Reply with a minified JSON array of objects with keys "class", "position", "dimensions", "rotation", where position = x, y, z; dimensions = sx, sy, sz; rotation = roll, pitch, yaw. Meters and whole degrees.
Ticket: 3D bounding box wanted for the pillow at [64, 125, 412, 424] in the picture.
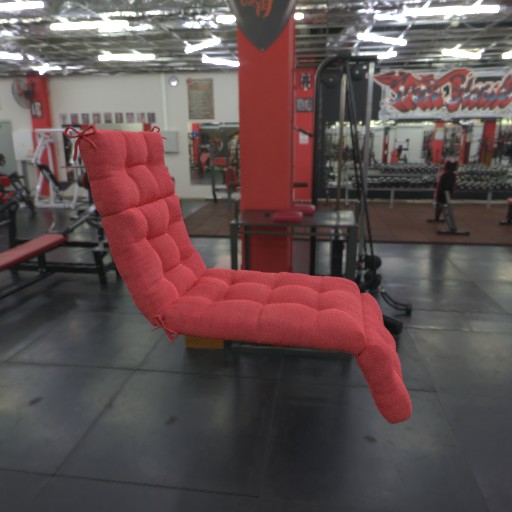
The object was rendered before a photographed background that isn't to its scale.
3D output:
[{"class":"pillow","position":[0.000,0.000,1.502],"dimensions":[1.016,0.863,0.526],"rotation":[3,15,10]}]
